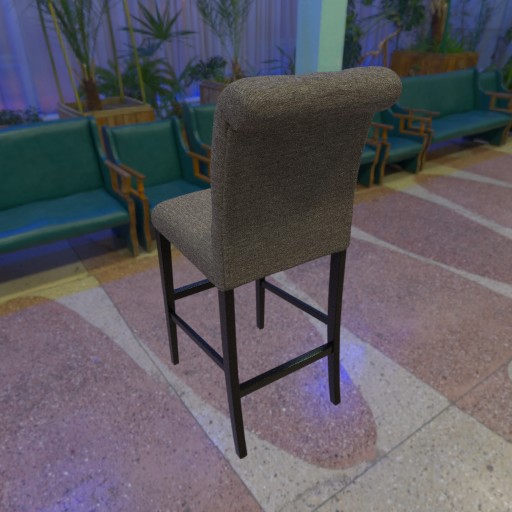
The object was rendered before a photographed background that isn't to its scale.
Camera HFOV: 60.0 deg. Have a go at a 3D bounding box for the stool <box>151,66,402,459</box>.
[{"bbox_3d":[0.000,0.000,1.397,0.452,1.131,0.613,-18,34,-28],"label":"stool"}]
